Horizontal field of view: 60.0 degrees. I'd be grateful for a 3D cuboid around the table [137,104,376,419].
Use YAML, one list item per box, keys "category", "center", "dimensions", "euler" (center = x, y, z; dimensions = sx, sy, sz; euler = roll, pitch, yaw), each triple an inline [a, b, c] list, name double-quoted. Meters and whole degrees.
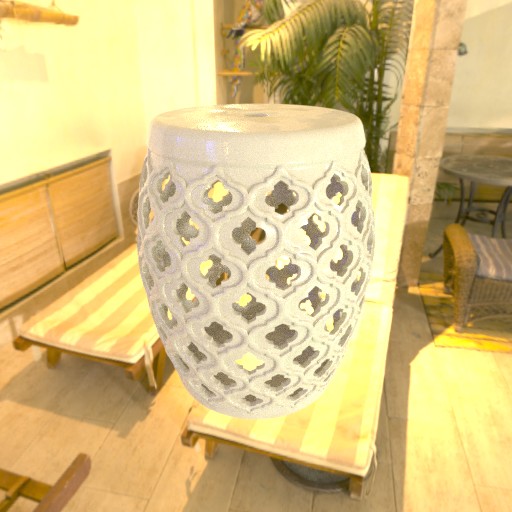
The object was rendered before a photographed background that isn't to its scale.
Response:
- category: "table"
  center: [0.000, 0.000, 0.635]
  dimensions: [0.325, 0.388, 0.325]
  euler: [0, 25, 0]
